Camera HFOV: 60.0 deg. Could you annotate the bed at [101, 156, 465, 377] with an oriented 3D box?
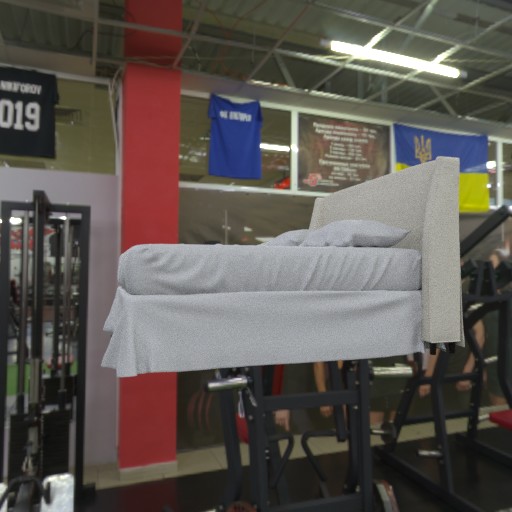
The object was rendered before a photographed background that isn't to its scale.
[{"bbox_3d":[0.000,0.000,3.483,2.276,1.332,1.925,1,-2,-19],"label":"bed"}]
